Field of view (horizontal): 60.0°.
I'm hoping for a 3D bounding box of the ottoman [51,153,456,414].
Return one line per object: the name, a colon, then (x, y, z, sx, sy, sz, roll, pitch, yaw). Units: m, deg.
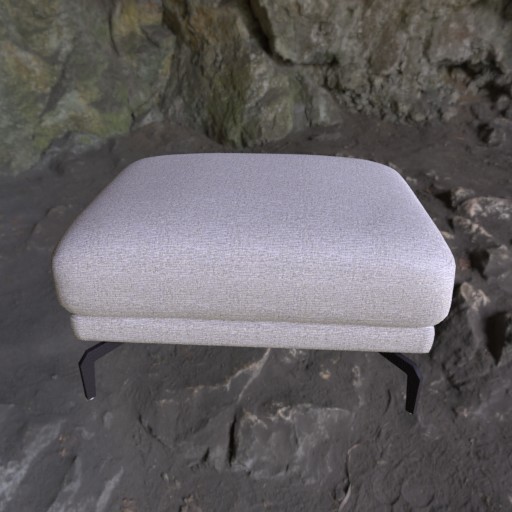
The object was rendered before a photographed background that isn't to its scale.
ottoman: (0.000, 0.000, 1.077, 0.772, 0.420, 0.568, 2, 30, 3)
